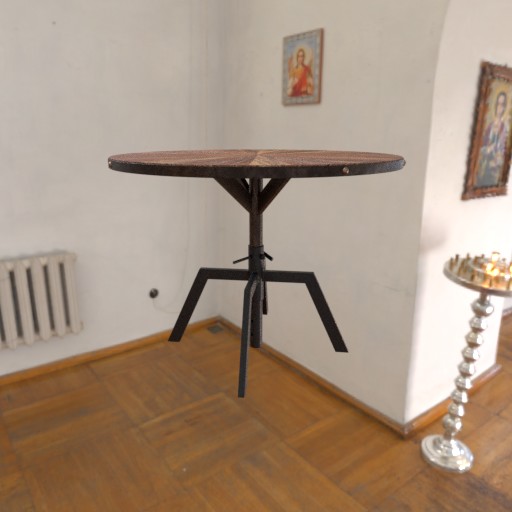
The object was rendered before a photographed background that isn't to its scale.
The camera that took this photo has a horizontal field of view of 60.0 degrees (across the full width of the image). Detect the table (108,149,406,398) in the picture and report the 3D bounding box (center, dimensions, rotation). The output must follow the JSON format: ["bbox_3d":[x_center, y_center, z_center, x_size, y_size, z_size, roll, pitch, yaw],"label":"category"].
[{"bbox_3d":[0.000,0.000,1.477,0.885,0.658,0.885,0,16,0],"label":"table"}]
